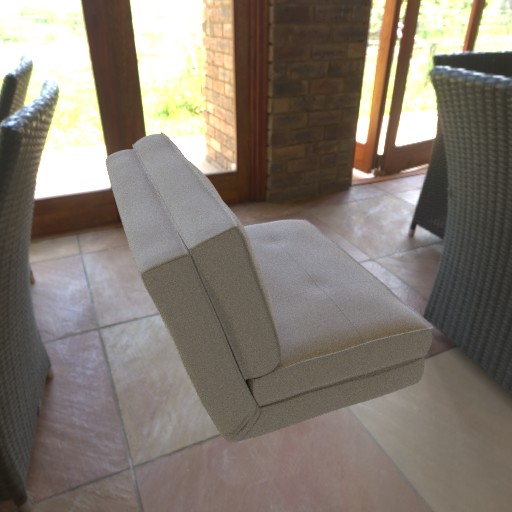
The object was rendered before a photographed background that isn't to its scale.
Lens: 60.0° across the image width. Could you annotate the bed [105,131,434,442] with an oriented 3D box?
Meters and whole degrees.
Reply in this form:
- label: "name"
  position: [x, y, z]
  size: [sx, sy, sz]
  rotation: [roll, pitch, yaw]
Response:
- label: "bed"
  position: [0.000, 0.000, 1.338]
  size: [0.749, 0.614, 0.799]
  rotation: [-11, 31, -19]
